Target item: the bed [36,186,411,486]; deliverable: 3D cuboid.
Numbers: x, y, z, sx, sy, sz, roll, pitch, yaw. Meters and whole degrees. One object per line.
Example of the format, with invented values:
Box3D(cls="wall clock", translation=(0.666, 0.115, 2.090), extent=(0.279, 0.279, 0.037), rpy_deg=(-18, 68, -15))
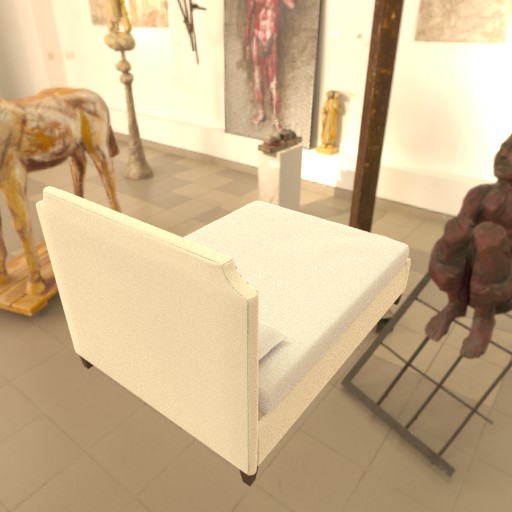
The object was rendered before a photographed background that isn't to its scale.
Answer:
Box3D(cls="bed", translation=(0.000, 0.000, 3.410), extent=(1.712, 1.497, 2.372), rpy_deg=(21, 36, 32))
